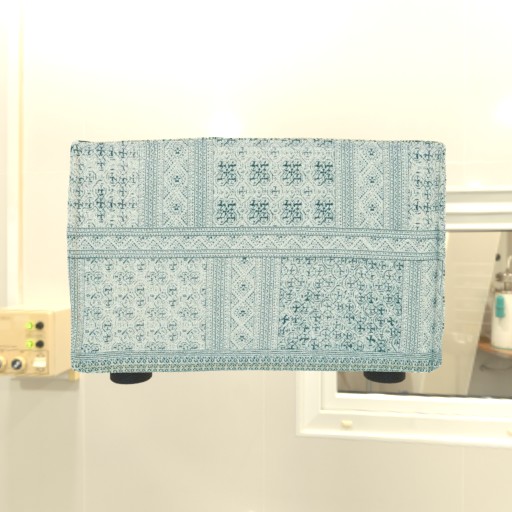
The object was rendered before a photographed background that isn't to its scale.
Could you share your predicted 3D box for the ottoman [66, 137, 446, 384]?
[{"bbox_3d":[0.000,0.000,1.021,0.617,0.439,0.626,0,1,-1],"label":"ottoman"}]
